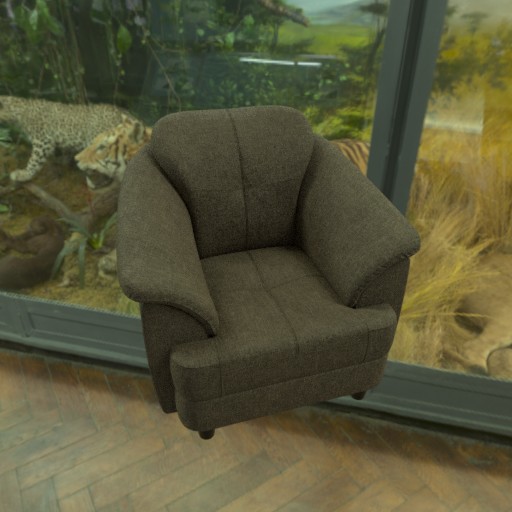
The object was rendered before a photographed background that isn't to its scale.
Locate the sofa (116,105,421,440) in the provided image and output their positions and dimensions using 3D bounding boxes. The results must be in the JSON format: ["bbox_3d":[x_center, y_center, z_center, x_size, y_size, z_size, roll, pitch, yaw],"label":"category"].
[{"bbox_3d":[0.000,0.000,1.489,0.870,0.811,0.794,-9,33,-14],"label":"sofa"}]
